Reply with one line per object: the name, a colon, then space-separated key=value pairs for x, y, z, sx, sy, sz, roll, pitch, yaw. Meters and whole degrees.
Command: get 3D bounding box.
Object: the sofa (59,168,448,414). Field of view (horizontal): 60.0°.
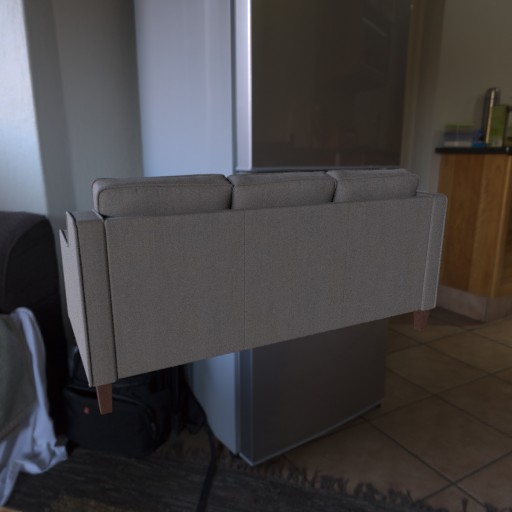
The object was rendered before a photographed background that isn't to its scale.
sofa: x=0.000 y=0.000 z=2.534 sx=1.986 sy=0.974 sz=0.911 roll=-7 pitch=16 yaw=-27
